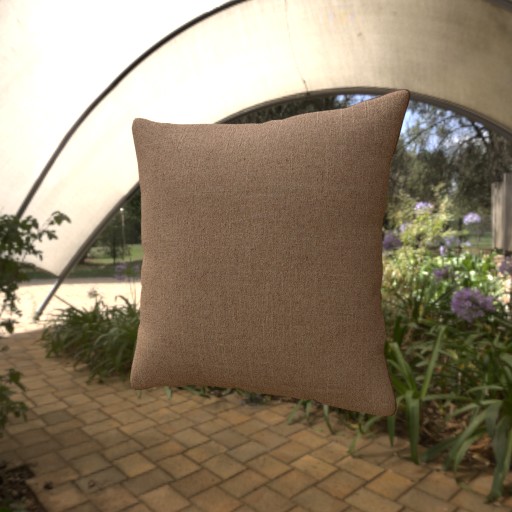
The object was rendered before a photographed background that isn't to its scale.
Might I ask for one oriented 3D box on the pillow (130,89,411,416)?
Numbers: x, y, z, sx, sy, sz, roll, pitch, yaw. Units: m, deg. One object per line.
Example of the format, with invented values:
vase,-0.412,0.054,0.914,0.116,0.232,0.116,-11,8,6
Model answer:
pillow,0.000,0.000,0.669,0.437,0.448,0.147,0,1,18
